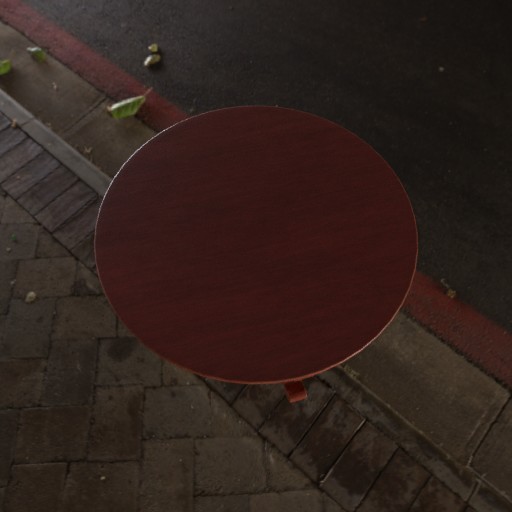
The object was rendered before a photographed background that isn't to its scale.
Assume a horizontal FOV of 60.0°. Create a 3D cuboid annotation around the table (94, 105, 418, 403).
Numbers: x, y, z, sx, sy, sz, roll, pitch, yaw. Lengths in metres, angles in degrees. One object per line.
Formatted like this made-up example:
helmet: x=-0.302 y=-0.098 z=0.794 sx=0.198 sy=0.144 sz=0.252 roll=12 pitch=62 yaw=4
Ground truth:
table: x=0.000 y=0.000 z=1.634 sx=1.029 sy=0.486 sz=1.029 roll=0 pitch=62 yaw=0
